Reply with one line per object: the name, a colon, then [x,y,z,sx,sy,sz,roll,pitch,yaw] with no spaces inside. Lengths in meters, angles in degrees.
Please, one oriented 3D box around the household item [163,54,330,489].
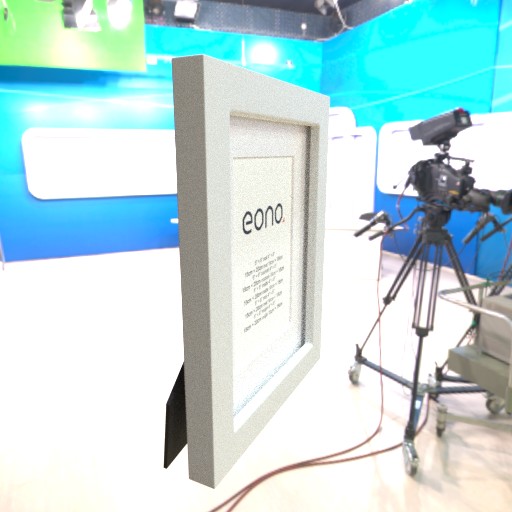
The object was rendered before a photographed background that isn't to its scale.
household item: [0.000,0.000,0.341,0.045,0.250,0.200,7,15,26]
